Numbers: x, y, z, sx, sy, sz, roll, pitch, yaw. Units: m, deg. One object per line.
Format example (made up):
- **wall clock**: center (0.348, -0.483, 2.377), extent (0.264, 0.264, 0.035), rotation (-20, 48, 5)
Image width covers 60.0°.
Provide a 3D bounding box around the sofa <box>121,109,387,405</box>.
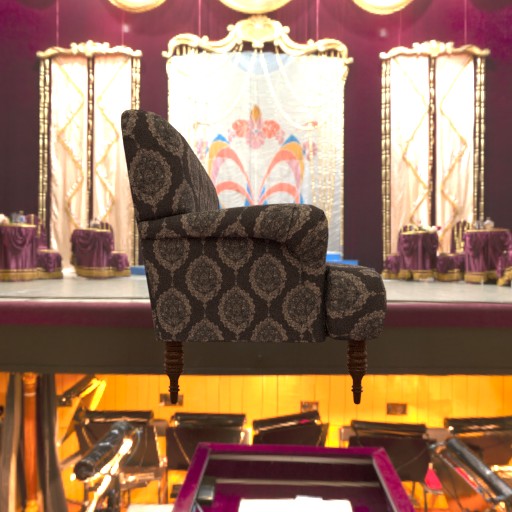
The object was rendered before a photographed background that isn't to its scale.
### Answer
- **sofa**: center (0.000, 0.000, 1.843), extent (0.779, 0.867, 1.297), rotation (0, 0, 0)
